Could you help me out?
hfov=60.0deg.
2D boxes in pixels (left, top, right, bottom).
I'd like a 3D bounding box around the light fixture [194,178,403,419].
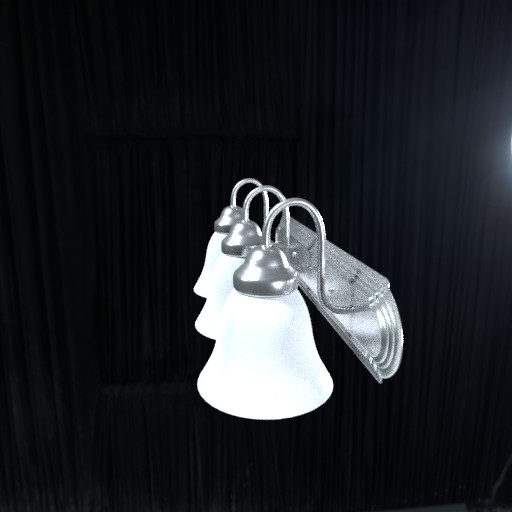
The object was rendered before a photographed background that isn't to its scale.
[{"bbox_3d":[0.000,0.000,0.706,0.199,0.222,0.610,-2,13,-8],"label":"light fixture"}]
